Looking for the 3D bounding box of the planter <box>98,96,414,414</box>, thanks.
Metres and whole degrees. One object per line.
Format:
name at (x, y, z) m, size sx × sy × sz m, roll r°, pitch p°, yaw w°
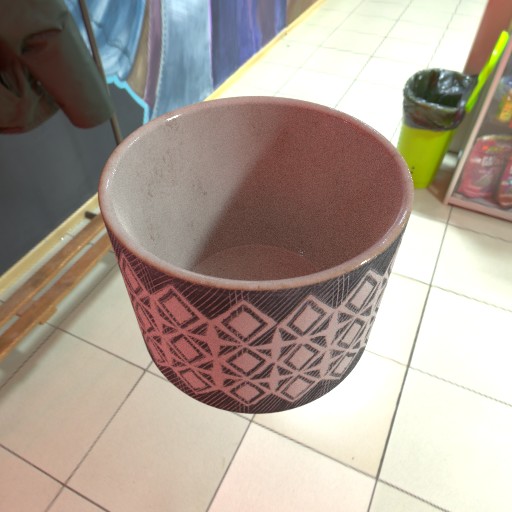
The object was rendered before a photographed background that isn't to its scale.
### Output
planter at (0.000, 0.000, 0.220) m, size 0.126 × 0.104 × 0.126 m, roll 0°, pitch 47°, yaw 0°
